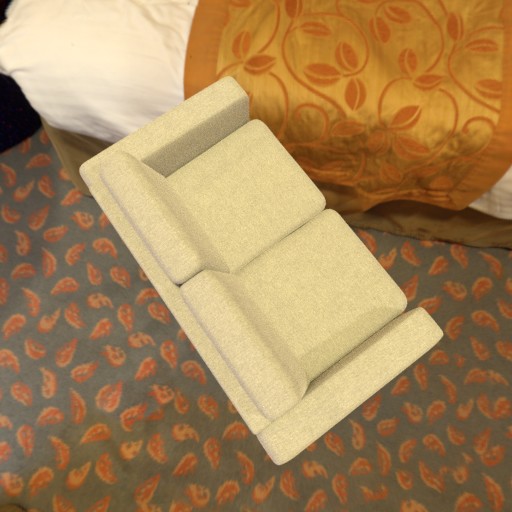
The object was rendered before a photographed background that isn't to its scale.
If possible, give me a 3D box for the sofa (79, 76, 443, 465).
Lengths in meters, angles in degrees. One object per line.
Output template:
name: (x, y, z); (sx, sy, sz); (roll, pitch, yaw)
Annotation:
sofa: (0.000, 0.000, 2.066); (0.900, 0.800, 1.540); (-35, 77, -9)
